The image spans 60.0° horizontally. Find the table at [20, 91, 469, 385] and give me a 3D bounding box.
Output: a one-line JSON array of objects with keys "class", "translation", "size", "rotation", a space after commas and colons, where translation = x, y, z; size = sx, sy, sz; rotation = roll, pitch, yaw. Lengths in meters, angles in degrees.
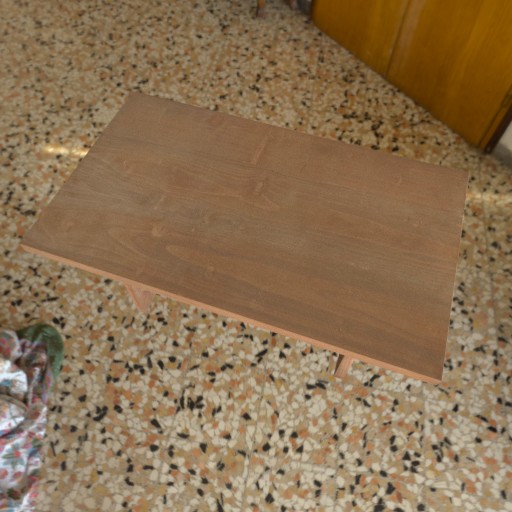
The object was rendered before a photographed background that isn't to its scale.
[{"class": "table", "translation": [0.000, 0.000, 2.140], "size": [1.609, 0.780, 0.946], "rotation": [17, 60, 10]}]
